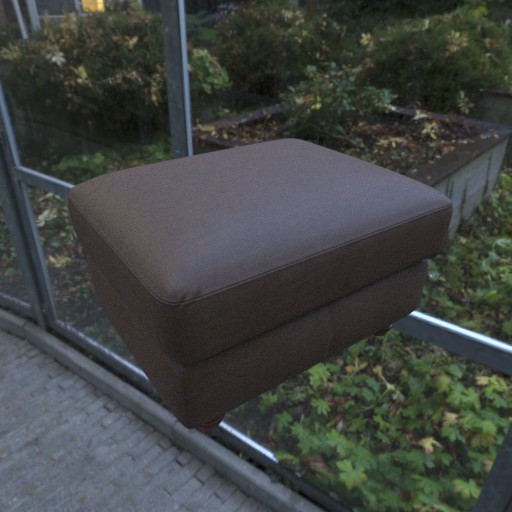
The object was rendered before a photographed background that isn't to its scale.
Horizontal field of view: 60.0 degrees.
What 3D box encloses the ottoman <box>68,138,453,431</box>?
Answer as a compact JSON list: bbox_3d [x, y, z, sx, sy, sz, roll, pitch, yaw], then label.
[{"bbox_3d":[0.000,0.000,1.195,0.787,0.508,0.635,-19,35,-30],"label":"ottoman"}]
